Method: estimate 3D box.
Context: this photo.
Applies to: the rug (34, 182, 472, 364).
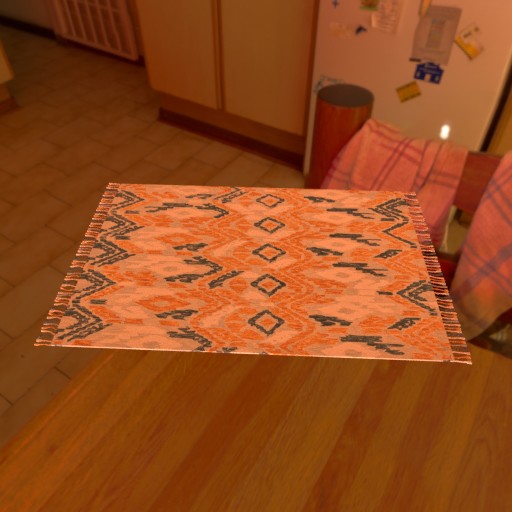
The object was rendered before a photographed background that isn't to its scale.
[{"bbox_3d":[0.000,0.000,2.976,2.428,0.010,1.533,2,46,2],"label":"rug"}]
